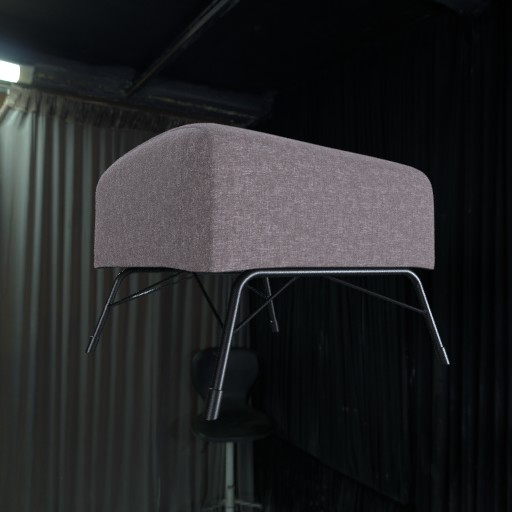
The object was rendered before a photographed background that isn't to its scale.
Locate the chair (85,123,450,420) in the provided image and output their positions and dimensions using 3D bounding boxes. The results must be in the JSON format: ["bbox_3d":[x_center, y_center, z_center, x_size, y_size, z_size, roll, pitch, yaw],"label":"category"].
[{"bbox_3d":[0.000,0.000,0.901,0.530,0.410,0.530,1,-2,-36],"label":"chair"}]
